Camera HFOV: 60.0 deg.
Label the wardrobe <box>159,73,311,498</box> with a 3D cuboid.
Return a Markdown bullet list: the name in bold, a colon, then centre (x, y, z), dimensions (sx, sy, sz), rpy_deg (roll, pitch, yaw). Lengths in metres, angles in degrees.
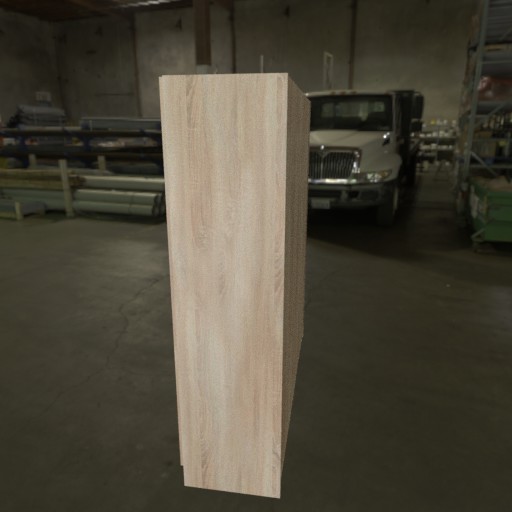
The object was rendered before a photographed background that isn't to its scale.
- **wardrobe**: centre (0.000, 0.000, 3.110), dimensions (0.598, 2.159, 1.998), rpy_deg (3, 16, 9)
